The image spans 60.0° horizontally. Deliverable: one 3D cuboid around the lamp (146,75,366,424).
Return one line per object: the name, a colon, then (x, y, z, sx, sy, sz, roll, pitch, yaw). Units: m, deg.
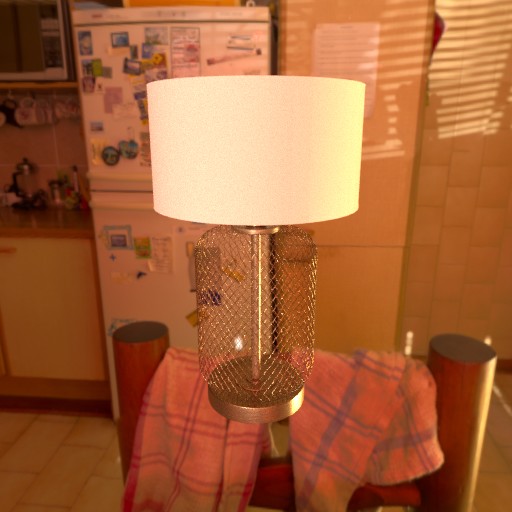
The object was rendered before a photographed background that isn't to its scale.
lamp: (0.000, 0.000, 0.810, 0.353, 0.578, 0.353, 0, 16, 0)
